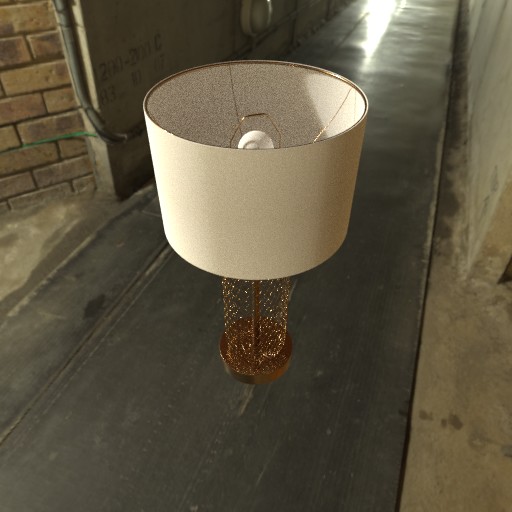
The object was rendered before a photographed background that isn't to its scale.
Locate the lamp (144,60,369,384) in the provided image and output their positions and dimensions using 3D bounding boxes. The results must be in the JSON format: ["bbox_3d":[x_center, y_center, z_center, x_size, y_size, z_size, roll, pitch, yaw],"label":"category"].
[{"bbox_3d":[0.000,0.000,0.664,0.252,0.483,0.252,-11,43,-13],"label":"lamp"}]
